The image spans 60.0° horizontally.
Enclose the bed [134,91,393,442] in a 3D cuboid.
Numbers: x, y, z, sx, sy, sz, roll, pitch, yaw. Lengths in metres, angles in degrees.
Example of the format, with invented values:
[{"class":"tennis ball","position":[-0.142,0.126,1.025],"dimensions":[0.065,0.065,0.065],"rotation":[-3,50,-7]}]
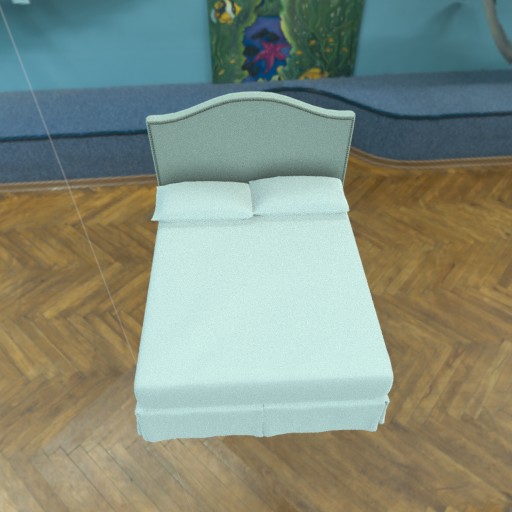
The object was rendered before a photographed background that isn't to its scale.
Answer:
[{"class":"bed","position":[0.000,0.000,3.403],"dimensions":[1.813,1.607,2.180],"rotation":[-2,46,-2]}]
